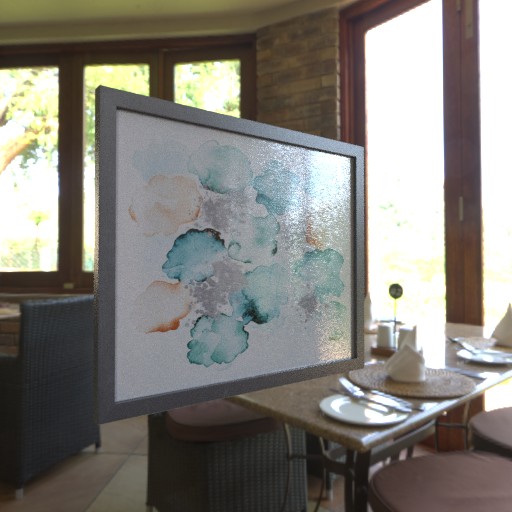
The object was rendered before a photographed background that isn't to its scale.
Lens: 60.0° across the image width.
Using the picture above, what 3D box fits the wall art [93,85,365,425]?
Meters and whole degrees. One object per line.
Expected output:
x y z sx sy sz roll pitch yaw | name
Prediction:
0.000 0.000 0.932 0.660 0.558 0.026 1 -1 -36 | wall art
